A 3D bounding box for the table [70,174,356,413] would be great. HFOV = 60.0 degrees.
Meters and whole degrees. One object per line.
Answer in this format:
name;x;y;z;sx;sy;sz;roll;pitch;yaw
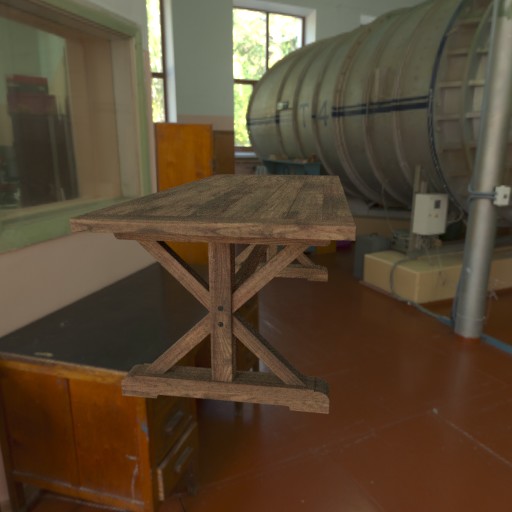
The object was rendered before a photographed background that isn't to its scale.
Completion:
table;0.000;0.000;2.427;0.907;0.733;2.031;2;15;8
